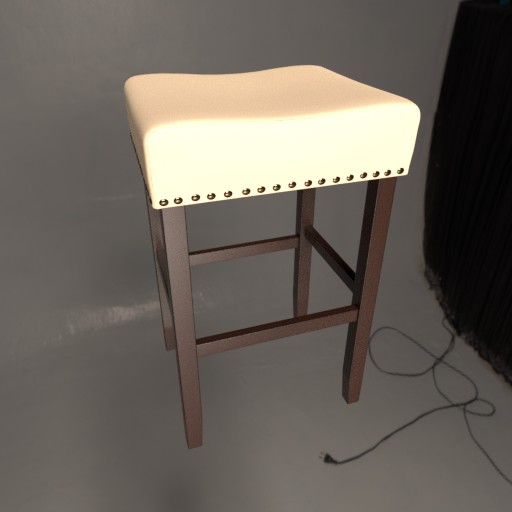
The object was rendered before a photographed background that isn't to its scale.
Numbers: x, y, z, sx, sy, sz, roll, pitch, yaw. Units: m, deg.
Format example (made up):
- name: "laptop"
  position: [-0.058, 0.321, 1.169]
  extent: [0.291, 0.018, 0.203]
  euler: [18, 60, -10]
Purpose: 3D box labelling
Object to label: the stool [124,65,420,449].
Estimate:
- name: "stool"
  position: [0.000, 0.000, 1.038]
  extent: [0.471, 0.762, 0.401]
  euler: [-10, 33, -15]
